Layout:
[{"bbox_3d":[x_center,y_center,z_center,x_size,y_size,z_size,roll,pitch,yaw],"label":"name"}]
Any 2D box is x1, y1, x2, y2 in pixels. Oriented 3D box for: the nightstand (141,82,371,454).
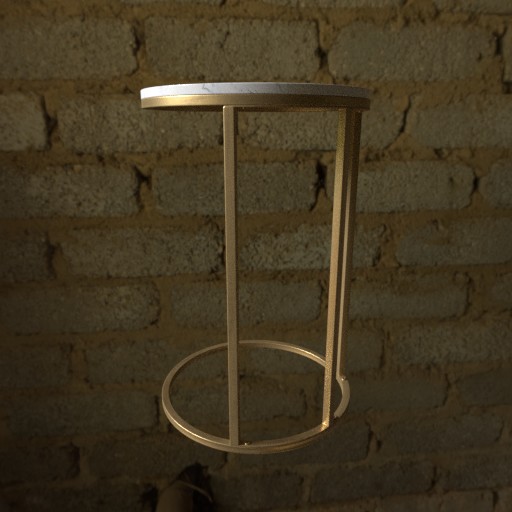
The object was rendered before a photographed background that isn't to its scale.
[{"bbox_3d":[0.000,0.000,0.879,0.400,0.610,0.400,-16,23,-42],"label":"nightstand"}]
